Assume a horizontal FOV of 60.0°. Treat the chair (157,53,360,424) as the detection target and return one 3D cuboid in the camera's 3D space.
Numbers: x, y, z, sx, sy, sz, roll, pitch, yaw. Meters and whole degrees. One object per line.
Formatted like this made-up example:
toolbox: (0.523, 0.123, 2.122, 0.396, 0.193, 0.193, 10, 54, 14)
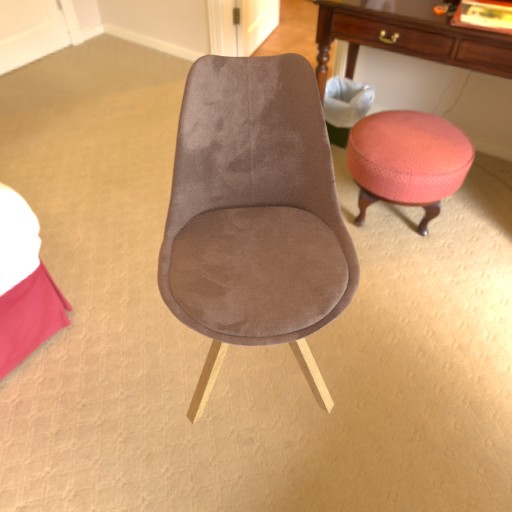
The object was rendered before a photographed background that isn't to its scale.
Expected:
chair: (0.000, 0.000, 1.175, 0.485, 0.850, 0.550, -3, 47, -3)
